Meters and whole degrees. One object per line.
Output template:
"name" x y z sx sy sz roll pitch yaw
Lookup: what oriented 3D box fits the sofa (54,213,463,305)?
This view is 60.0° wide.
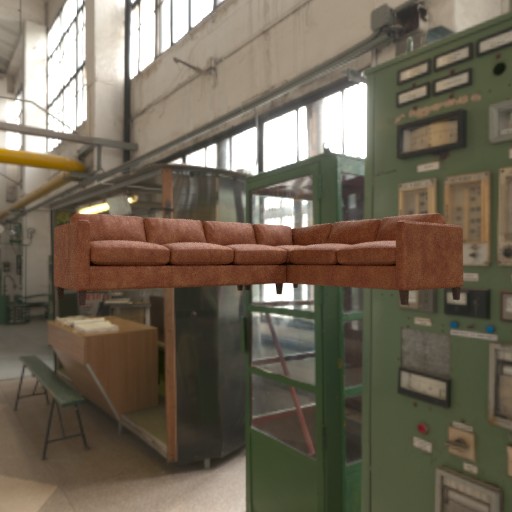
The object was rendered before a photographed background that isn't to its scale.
"sofa" 0.000 0.000 4.288 3.167 0.838 2.438 0 -1 -36
